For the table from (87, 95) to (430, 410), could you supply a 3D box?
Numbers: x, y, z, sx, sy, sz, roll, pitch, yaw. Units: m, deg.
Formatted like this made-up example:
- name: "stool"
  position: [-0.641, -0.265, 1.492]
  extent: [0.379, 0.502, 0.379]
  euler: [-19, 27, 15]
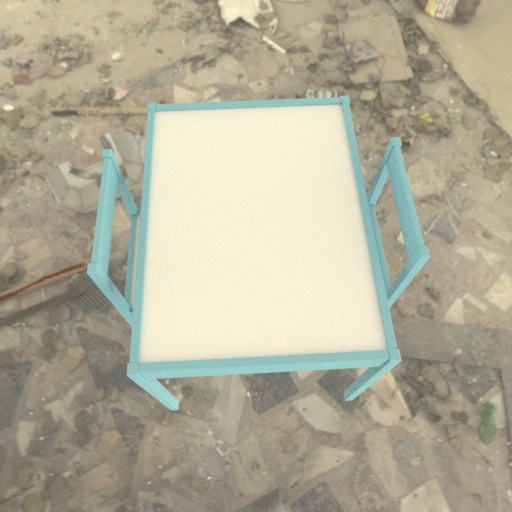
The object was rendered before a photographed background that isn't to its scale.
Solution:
- name: "table"
  position: [0.000, 0.000, 1.097]
  extent: [0.633, 0.503, 0.639]
  euler: [-3, 64, -1]
